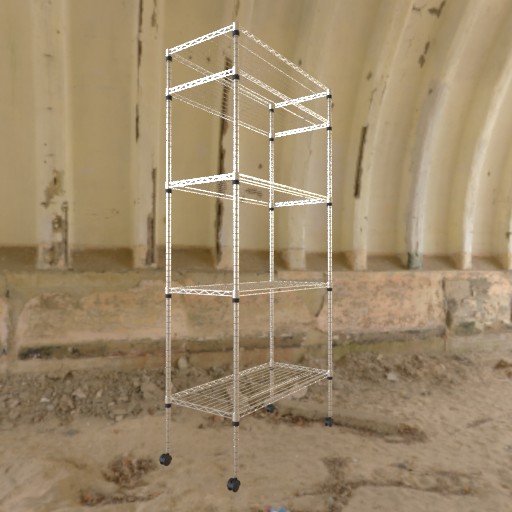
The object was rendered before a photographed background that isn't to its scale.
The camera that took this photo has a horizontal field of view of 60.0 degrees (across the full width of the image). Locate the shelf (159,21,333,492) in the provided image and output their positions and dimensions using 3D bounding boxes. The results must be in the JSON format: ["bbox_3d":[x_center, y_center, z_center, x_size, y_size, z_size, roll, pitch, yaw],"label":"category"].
[{"bbox_3d":[0.000,0.000,1.887,0.356,1.587,0.762,-1,-1,35],"label":"shelf"}]
